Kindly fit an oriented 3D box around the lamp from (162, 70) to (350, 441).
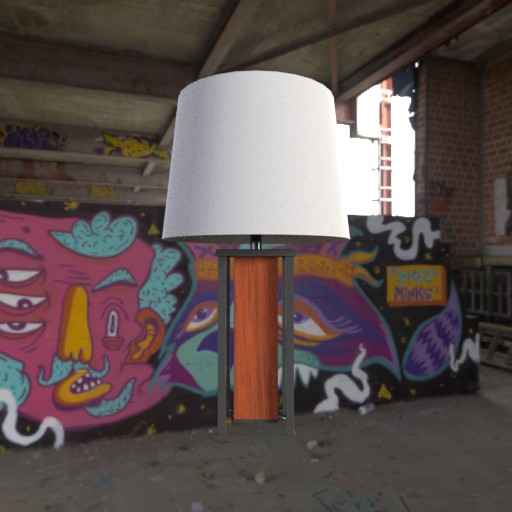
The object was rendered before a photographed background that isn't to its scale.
[{"bbox_3d":[0.000,0.000,0.770,0.320,0.591,0.320,0,-1,0],"label":"lamp"}]
